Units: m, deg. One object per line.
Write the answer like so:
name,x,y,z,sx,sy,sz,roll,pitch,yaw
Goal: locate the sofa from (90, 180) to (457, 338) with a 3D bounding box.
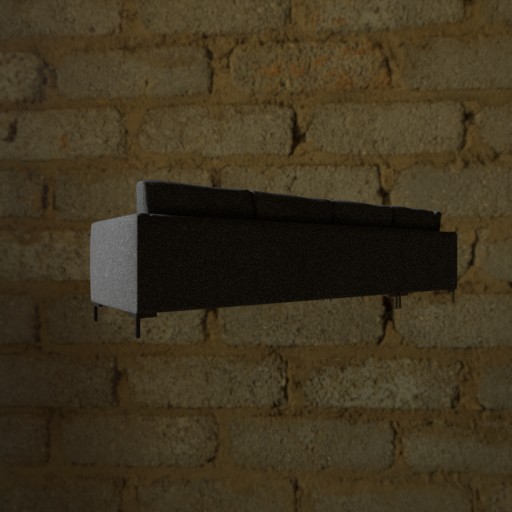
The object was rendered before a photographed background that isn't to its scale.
sofa,0.000,0.000,3.811,2.949,0.815,2.007,0,0,-36
